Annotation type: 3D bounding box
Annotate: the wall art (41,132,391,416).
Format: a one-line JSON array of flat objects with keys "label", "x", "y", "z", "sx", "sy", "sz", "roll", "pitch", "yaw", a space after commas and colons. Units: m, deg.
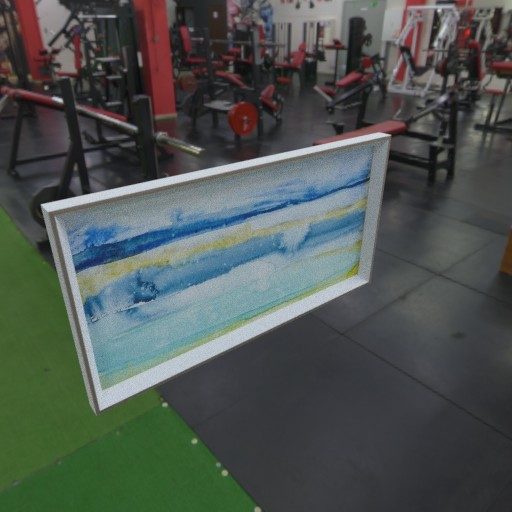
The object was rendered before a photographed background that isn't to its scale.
[{"label": "wall art", "x": 0.000, "y": 0.000, "z": 0.995, "sx": 0.812, "sy": 0.431, "sz": 0.038, "roll": -20, "pitch": 34, "yaw": -32}]
